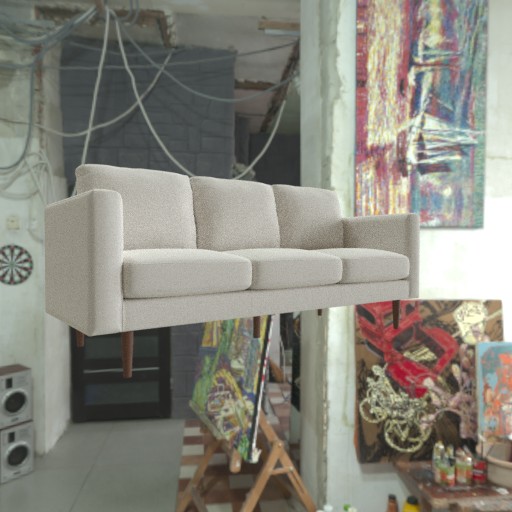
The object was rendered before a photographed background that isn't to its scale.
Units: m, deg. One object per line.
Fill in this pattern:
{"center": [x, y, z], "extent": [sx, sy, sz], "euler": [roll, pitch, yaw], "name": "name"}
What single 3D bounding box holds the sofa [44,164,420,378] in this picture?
{"center": [0.000, 0.000, 2.474], "extent": [2.029, 0.912, 0.802], "euler": [-1, 1, -36], "name": "sofa"}
